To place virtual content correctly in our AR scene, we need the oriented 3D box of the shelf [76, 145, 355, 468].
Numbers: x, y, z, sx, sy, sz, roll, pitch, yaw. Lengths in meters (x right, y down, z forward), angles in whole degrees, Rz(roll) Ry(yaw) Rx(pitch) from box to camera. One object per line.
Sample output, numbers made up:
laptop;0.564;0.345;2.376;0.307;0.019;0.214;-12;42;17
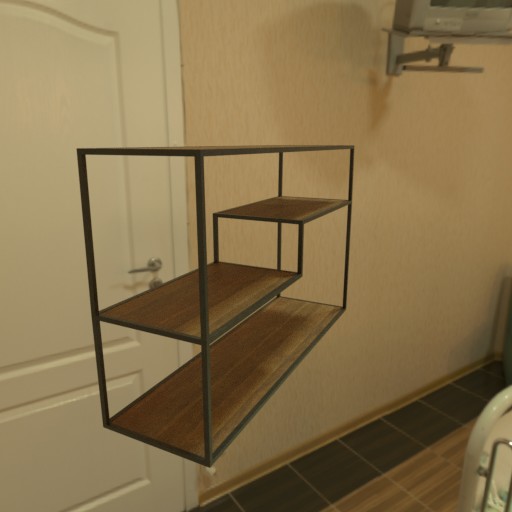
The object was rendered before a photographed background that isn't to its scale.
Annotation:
shelf;0.000;0.000;1.594;0.361;0.765;1.201;7;16;26
